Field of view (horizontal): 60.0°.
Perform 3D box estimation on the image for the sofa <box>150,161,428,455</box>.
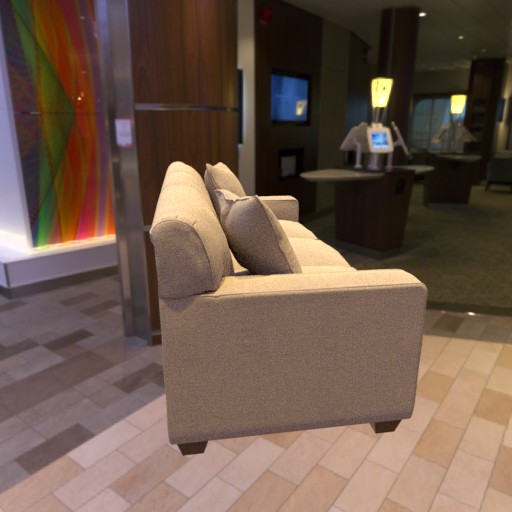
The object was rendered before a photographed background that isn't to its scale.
[{"bbox_3d":[0.000,0.000,2.500,0.997,0.958,2.024,-3,17,-9],"label":"sofa"}]
